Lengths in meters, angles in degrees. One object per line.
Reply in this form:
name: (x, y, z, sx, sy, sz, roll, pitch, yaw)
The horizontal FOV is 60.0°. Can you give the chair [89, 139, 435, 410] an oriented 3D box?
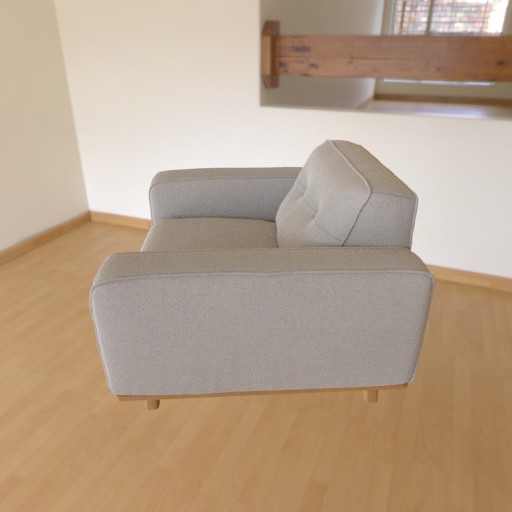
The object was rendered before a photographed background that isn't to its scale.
chair: (0.000, 0.000, 1.739, 0.953, 0.779, 1.115, -1, 27, -2)
